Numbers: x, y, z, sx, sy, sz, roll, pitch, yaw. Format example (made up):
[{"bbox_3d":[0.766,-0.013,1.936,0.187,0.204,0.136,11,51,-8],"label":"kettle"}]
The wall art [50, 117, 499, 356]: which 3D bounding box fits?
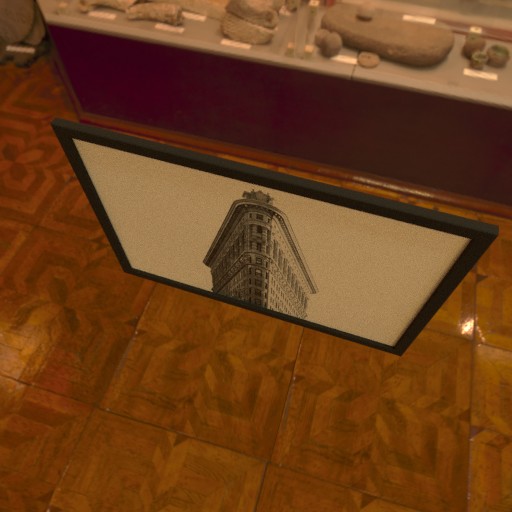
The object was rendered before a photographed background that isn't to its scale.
[{"bbox_3d":[0.000,0.000,1.188,0.958,0.656,0.026,16,59,10],"label":"wall art"}]
